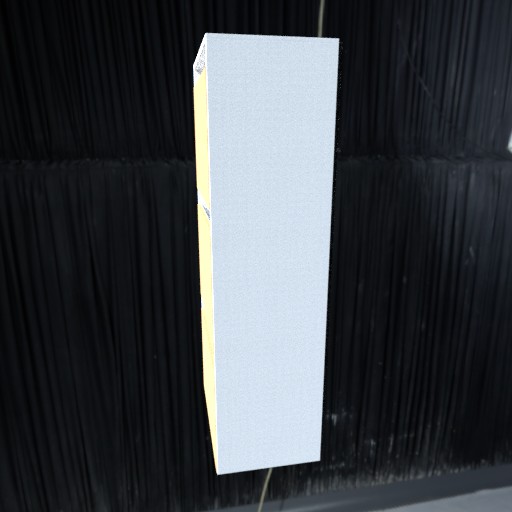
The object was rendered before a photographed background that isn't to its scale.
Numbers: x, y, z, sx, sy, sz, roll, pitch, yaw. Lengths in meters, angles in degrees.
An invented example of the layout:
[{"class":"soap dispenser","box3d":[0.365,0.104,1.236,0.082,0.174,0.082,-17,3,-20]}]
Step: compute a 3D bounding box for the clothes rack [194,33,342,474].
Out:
[{"class":"clothes rack","box3d":[0.000,0.000,1.417,0.330,1.187,0.500,-3,16,-10]}]
